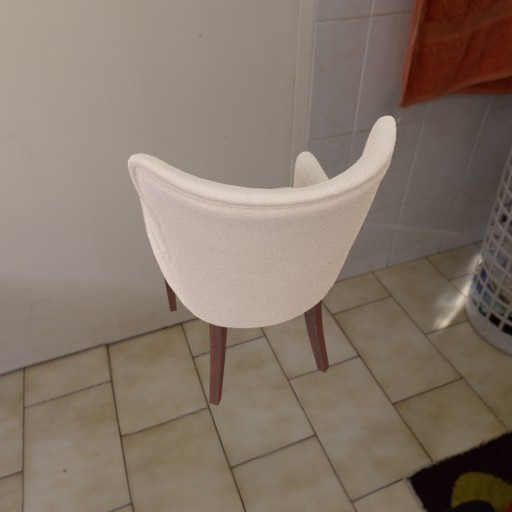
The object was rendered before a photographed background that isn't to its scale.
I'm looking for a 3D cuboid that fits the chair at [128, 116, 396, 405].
[{"bbox_3d":[0.000,0.000,1.482,0.696,0.990,0.744,-13,42,-14],"label":"chair"}]
